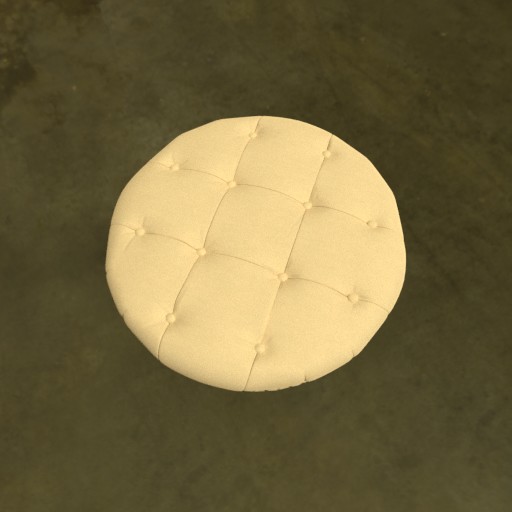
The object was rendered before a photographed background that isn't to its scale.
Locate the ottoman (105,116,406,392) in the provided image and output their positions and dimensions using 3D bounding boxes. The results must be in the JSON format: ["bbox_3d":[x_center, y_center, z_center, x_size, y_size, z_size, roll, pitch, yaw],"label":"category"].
[{"bbox_3d":[0.000,0.000,1.447,0.901,0.439,0.901,0,64,0],"label":"ottoman"}]
